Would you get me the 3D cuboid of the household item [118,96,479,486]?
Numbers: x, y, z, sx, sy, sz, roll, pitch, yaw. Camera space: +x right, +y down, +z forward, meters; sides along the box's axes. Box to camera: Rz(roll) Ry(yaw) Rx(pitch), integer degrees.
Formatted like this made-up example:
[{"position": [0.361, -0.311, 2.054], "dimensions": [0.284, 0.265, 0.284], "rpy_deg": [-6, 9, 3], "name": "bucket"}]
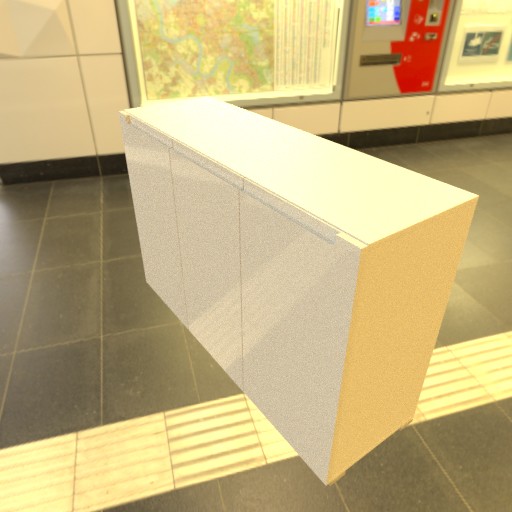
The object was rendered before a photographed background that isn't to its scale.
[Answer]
[{"position": [0.000, 0.000, 1.668], "dimensions": [0.420, 0.867, 1.300], "rpy_deg": [-21, 38, -30], "name": "household item"}]
